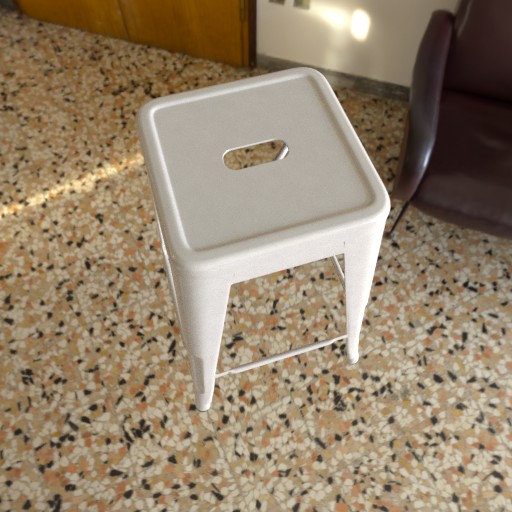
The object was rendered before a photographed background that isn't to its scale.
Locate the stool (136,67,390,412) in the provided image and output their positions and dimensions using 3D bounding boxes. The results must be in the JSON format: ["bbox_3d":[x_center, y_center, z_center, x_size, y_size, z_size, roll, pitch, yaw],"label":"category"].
[{"bbox_3d":[0.000,0.000,0.870,0.406,0.610,0.406,-15,64,-8],"label":"stool"}]
